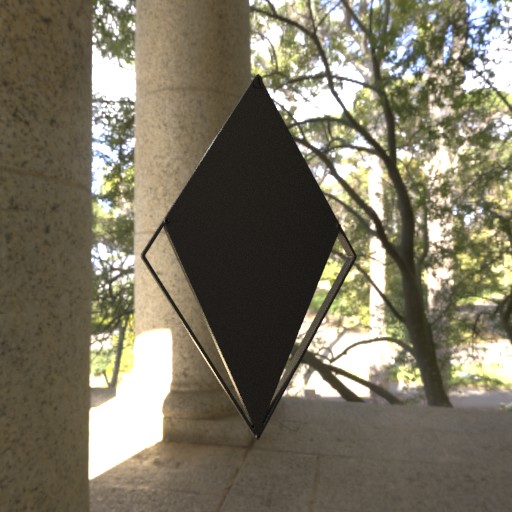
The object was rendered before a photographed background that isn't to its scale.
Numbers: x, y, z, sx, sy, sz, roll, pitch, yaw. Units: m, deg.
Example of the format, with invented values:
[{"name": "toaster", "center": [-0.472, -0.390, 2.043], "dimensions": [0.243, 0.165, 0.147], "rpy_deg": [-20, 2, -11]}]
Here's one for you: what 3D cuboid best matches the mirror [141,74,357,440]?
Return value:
[{"name": "mirror", "center": [0.000, 0.000, 0.833], "dimensions": [0.419, 0.679, 0.032], "rpy_deg": [0, -1, -18]}]
